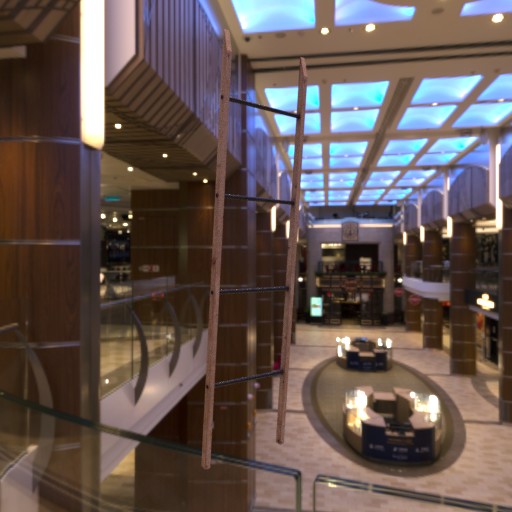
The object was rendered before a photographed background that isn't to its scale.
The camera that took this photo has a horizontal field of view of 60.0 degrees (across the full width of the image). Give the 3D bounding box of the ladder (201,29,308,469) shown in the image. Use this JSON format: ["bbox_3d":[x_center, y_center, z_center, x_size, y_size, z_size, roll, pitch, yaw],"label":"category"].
[{"bbox_3d":[0.000,0.000,1.954,0.442,1.805,0.200,0,0,-37],"label":"ladder"}]
